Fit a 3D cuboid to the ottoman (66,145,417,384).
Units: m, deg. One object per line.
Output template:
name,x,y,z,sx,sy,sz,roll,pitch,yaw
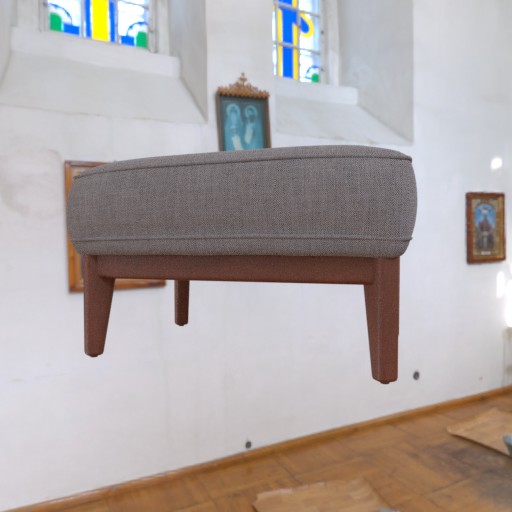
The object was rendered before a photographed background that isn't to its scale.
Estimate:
ottoman,0.000,0.000,1.114,0.750,0.458,0.555,0,1,18
